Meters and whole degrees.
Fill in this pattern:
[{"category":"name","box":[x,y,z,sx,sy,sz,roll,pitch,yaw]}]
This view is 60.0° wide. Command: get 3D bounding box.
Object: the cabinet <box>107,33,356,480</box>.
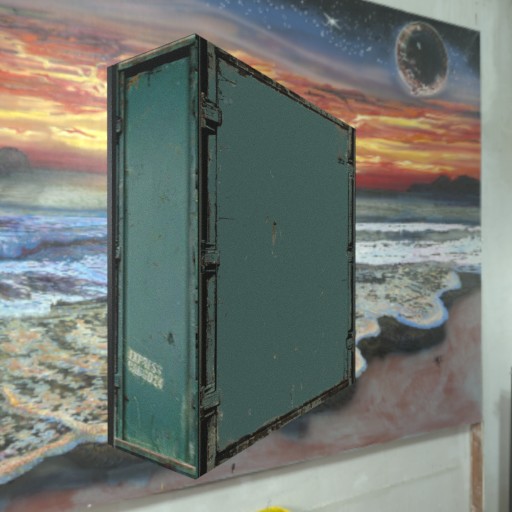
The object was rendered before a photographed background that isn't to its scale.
[{"category":"cabinet","box":[0.000,0.000,3.157,0.680,2.160,2.000,0,0,35]}]
